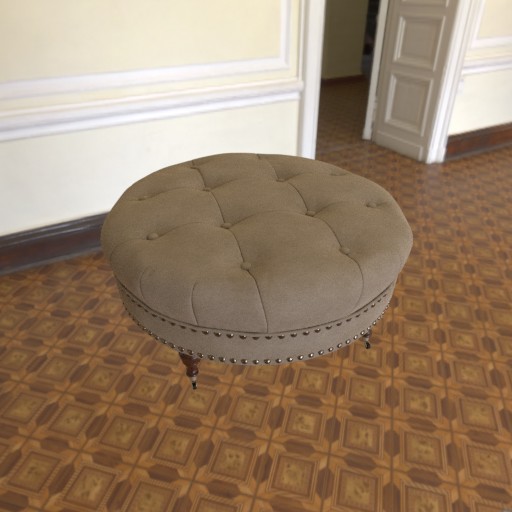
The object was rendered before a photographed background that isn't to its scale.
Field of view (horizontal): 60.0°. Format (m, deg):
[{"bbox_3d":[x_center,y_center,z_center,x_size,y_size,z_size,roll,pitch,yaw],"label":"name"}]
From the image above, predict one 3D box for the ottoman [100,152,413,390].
[{"bbox_3d":[0.000,0.000,1.395,0.901,0.439,0.901,0,32,0],"label":"ottoman"}]
